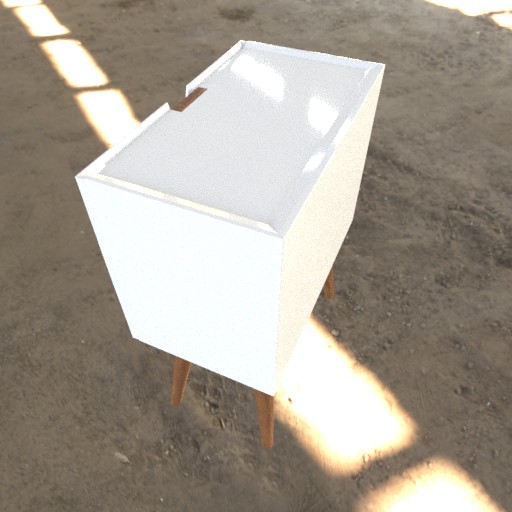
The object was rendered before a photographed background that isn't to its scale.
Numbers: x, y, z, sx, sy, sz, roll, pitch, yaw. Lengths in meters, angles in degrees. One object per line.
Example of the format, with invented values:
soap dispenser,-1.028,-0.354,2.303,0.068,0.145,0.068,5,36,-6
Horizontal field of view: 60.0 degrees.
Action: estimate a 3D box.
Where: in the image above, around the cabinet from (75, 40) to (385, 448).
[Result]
cabinet,0.000,0.000,1.091,0.344,0.772,0.591,18,49,16
